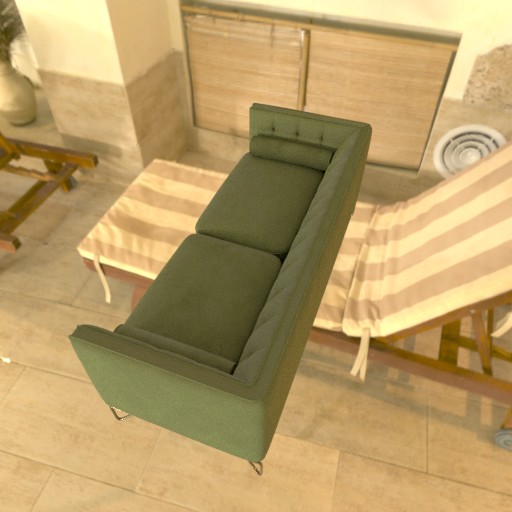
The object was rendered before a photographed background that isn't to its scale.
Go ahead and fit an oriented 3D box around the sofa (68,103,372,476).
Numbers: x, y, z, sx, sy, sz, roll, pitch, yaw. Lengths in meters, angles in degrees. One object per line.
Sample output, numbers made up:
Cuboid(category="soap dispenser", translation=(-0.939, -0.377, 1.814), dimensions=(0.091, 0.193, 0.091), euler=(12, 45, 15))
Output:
Cuboid(category="sofa", translation=(0.000, 0.000, 2.596), dimensions=(0.867, 0.789, 2.087), euler=(16, 48, 14))
